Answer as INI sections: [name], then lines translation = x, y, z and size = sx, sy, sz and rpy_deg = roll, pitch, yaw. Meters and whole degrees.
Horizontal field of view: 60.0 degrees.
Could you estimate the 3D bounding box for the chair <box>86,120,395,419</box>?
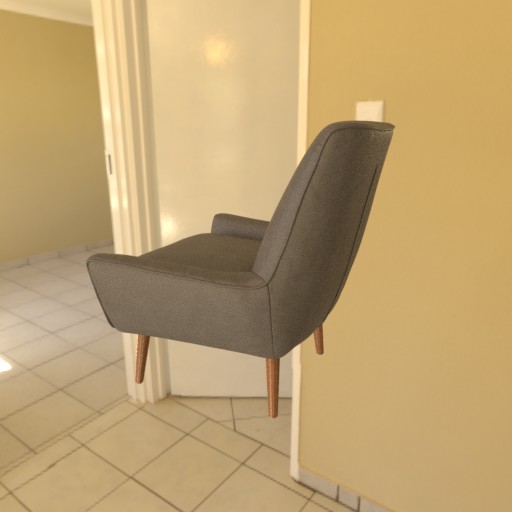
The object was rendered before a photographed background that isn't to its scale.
[chair]
translation = 0.000, 0.000, 1.524
size = 0.822, 0.888, 0.787
rpy_deg = 8, 19, 26
